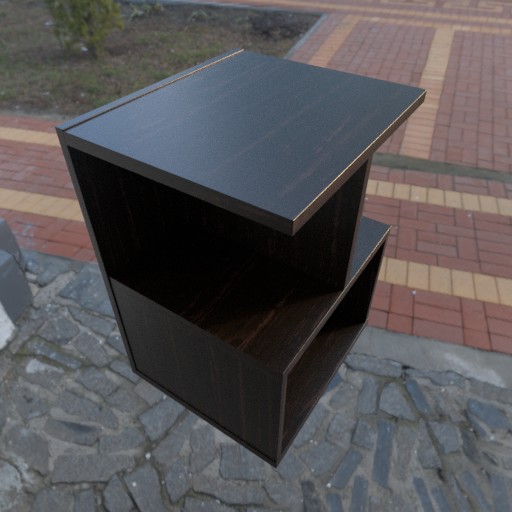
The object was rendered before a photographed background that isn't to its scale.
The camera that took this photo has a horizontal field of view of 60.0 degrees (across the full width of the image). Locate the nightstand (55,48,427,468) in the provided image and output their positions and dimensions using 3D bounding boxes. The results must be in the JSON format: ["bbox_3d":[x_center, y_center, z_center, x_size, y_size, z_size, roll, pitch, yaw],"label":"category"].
[{"bbox_3d":[0.000,0.000,0.804,0.356,0.559,0.400,24,47,25],"label":"nightstand"}]
